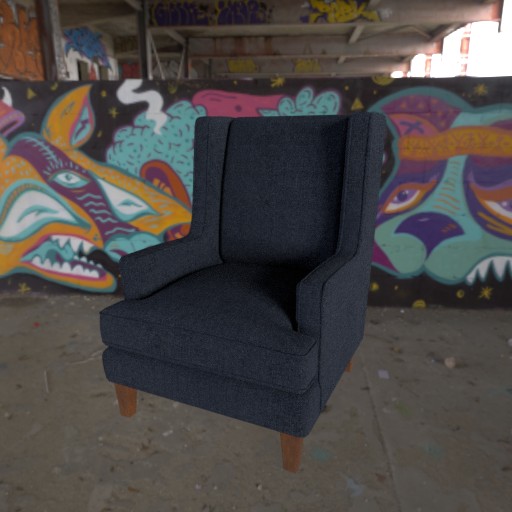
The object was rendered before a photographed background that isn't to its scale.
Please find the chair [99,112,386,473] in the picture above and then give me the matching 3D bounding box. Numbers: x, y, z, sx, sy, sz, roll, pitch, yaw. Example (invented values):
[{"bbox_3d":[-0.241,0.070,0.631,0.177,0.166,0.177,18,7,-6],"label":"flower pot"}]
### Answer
[{"bbox_3d":[0.000,0.000,1.713,0.764,1.072,0.947,7,16,25],"label":"chair"}]
